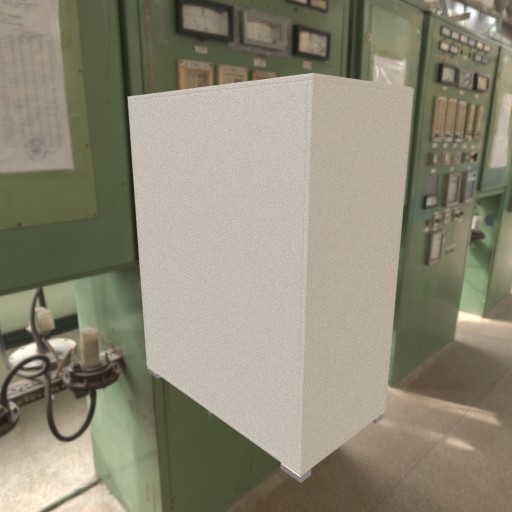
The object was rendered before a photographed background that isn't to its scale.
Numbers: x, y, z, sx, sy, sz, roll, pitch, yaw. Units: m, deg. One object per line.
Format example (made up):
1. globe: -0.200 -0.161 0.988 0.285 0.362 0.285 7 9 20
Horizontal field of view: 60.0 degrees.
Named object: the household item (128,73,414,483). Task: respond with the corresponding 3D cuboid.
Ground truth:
1. household item: 0.000 0.000 1.455 0.420 1.010 0.790 -14 20 -41
